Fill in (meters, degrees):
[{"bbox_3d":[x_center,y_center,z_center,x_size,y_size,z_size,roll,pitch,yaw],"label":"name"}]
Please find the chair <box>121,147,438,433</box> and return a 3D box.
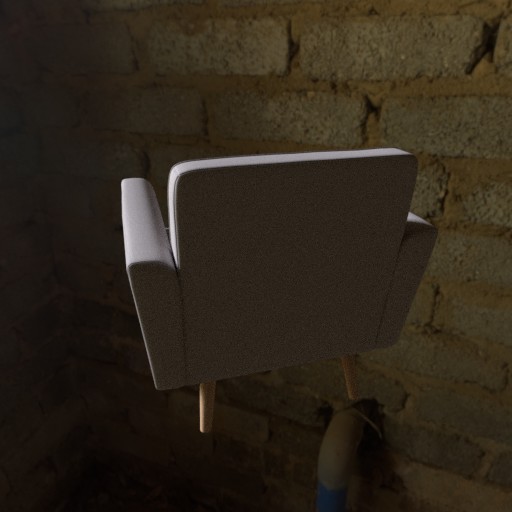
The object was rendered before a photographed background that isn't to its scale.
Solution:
[{"bbox_3d":[0.000,0.000,1.413,0.780,0.780,0.750,-7,26,-15],"label":"chair"}]
